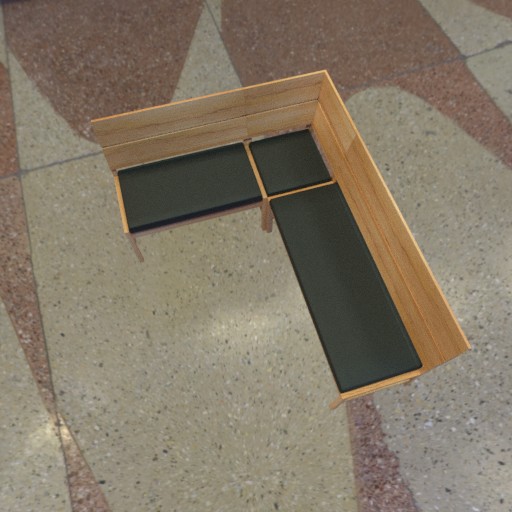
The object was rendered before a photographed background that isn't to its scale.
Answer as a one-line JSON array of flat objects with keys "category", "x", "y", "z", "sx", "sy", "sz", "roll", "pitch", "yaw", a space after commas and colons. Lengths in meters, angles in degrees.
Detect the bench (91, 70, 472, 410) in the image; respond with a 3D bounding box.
[{"category": "bench", "x": 0.000, "y": 0.000, "z": 2.804, "sx": 1.548, "sy": 0.890, "sz": 1.948, "roll": -15, "pitch": 64, "yaw": -7}]
